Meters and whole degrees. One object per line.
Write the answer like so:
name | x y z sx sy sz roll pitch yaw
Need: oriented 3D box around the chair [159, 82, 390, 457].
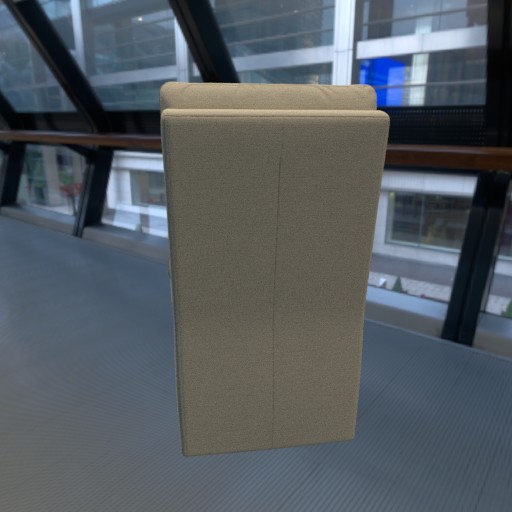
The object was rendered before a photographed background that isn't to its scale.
chair | 0.000 0.000 1.324 0.503 0.927 0.698 -2 16 -8
